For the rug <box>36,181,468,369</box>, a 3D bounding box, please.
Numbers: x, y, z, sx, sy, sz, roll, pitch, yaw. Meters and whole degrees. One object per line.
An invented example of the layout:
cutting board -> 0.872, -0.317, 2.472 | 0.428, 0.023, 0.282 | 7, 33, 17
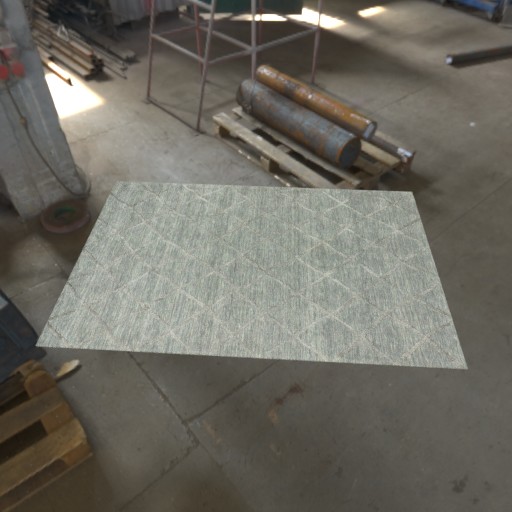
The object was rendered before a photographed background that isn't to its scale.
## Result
rug -> 0.000, 0.000, 2.876 | 2.283, 0.006, 1.521 | 2, 45, 2
